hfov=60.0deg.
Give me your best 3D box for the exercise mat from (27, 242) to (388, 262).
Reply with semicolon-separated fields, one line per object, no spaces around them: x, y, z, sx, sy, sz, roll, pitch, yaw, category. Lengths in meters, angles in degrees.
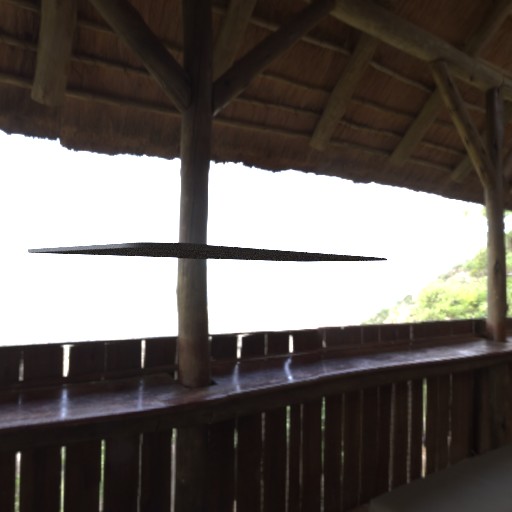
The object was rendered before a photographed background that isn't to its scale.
0.000;0.000;2.081;0.616;0.021;1.884;-1;-3;36;exercise mat
